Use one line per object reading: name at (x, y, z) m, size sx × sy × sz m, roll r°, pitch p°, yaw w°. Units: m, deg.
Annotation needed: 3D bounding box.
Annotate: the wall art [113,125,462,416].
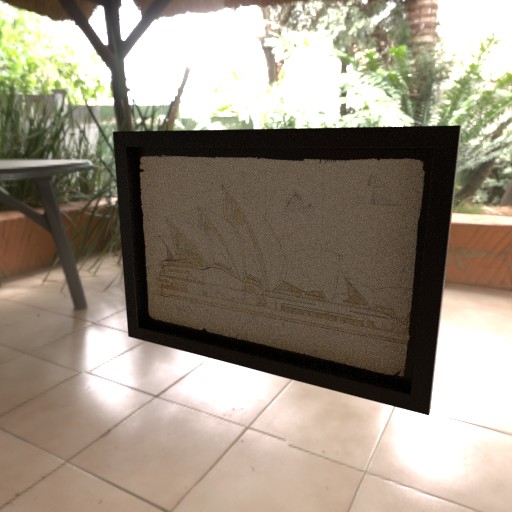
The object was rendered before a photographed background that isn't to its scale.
wall art at (0.000, 0.000, 0.832) m, size 0.657 × 0.458 × 0.027 m, roll 7°, pitch 16°, yaw 27°
